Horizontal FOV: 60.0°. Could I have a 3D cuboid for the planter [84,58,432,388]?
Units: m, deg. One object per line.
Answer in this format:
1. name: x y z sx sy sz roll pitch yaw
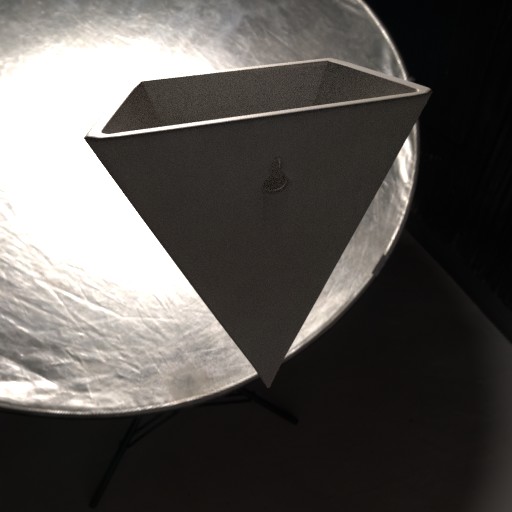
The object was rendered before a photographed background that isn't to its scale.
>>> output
1. planter: 0.000 0.000 0.262 0.150 0.197 0.060 -12 42 -14
